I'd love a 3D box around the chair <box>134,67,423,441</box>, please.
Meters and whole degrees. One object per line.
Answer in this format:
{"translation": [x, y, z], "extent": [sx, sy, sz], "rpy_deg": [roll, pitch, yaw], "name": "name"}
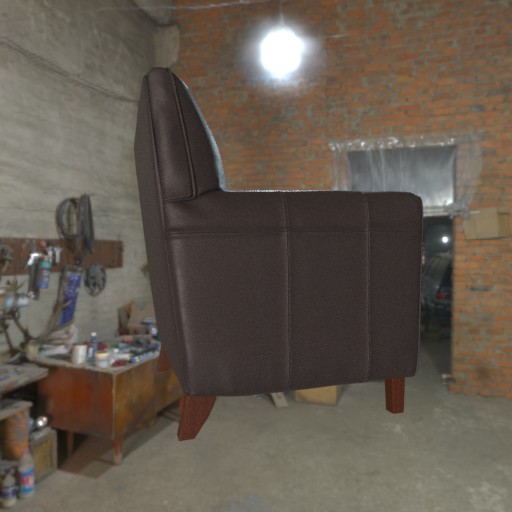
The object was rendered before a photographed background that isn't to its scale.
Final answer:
{"translation": [0.000, 0.000, 1.579], "extent": [0.825, 0.943, 0.870], "rpy_deg": [0, 0, -17], "name": "chair"}
